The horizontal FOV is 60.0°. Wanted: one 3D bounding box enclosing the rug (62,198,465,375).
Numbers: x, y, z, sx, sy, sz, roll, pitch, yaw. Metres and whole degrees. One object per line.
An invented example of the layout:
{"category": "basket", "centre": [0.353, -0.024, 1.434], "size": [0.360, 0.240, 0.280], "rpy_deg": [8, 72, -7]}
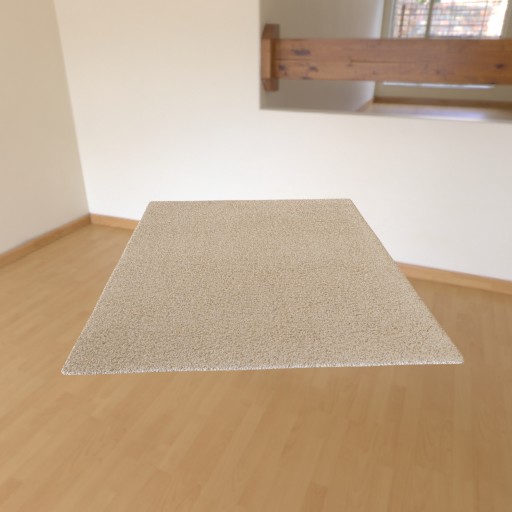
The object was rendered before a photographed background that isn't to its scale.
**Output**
{"category": "rug", "centre": [0.000, 0.000, 4.016], "size": [2.438, 0.029, 3.047], "rpy_deg": [-1, 26, -2]}
